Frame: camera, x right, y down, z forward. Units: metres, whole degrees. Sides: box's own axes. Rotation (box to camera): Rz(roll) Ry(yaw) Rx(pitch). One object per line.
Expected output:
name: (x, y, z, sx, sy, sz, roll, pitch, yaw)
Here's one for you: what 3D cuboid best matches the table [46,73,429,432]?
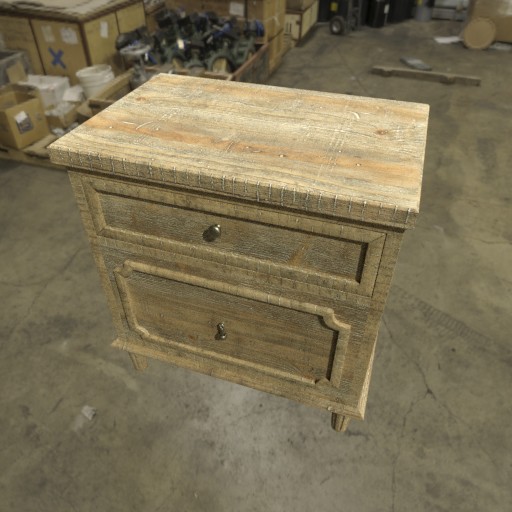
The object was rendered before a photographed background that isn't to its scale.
table: (0.000, 0.000, 1.141, 0.686, 0.711, 0.457, 12, 42, 14)
